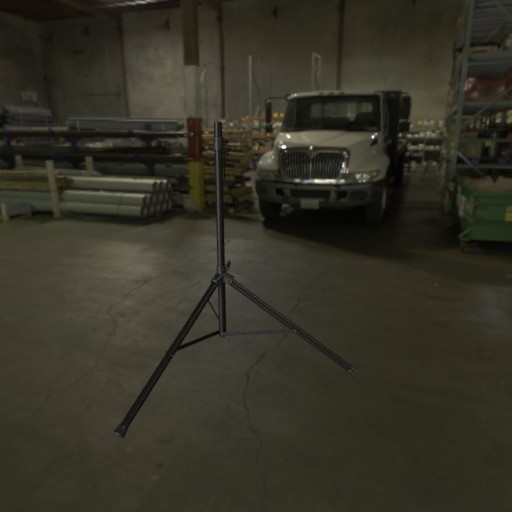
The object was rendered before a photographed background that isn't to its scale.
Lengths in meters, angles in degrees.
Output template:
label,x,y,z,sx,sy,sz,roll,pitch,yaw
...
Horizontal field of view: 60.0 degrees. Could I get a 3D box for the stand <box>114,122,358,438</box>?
label,x,y,z,sx,sy,sz,roll,pitch,yaw
stand,0.000,0.000,2.753,1.339,1.595,1.596,2,16,8
